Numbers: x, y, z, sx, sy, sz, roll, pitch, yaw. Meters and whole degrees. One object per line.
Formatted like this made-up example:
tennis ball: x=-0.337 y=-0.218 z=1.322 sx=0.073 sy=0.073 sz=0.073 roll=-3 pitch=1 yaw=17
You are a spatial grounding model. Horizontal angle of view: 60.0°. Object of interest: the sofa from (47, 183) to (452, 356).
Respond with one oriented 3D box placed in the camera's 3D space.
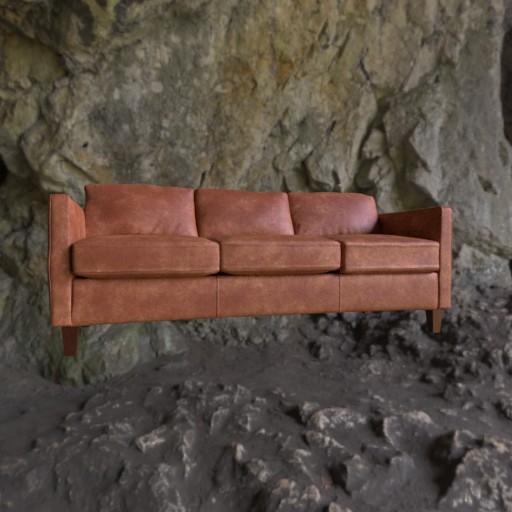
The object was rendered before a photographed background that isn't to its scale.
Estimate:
sofa: x=0.000 y=0.000 z=2.995 sx=2.464 sy=1.006 sz=1.045 roll=0 pitch=1 yaw=-16
